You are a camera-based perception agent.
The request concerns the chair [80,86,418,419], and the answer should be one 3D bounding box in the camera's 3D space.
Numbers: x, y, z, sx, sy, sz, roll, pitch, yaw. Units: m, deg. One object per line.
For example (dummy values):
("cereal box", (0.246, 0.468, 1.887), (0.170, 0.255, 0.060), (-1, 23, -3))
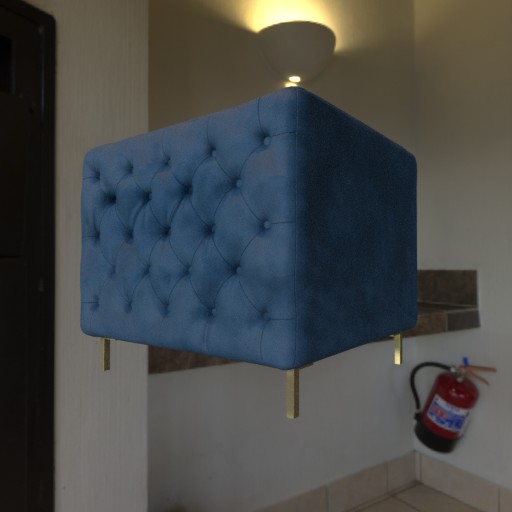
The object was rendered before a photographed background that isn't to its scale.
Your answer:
("chair", (0.000, 0.000, 1.552), (0.877, 0.771, 0.868), (-1, -1, 38))
